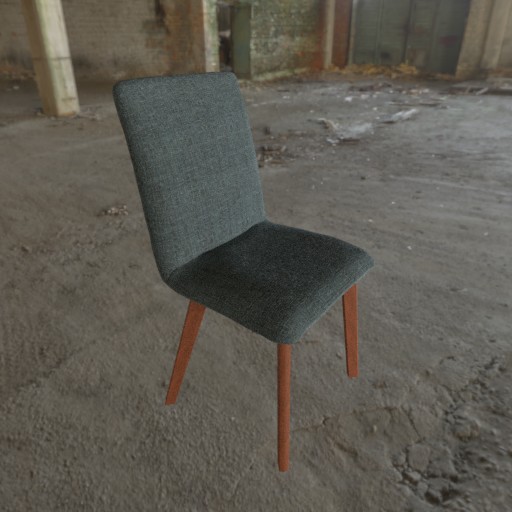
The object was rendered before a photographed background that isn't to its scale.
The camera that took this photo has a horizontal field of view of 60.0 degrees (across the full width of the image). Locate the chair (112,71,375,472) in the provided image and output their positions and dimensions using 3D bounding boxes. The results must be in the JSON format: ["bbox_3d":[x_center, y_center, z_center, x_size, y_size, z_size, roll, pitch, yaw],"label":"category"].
[{"bbox_3d":[0.000,0.000,1.304,0.563,0.974,0.522,18,32,31],"label":"chair"}]
